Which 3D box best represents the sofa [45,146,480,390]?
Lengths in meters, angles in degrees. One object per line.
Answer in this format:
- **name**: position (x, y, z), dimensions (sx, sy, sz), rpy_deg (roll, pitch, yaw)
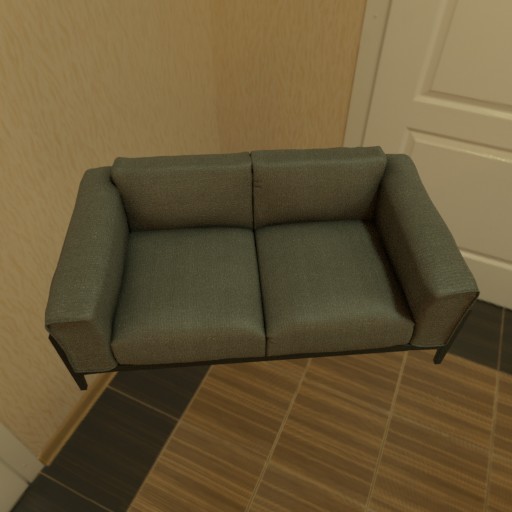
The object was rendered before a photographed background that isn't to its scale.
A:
- **sofa**: position (0.000, 0.000, 2.126), dimensions (1.690, 0.656, 0.960), rpy_deg (-3, 47, -3)
